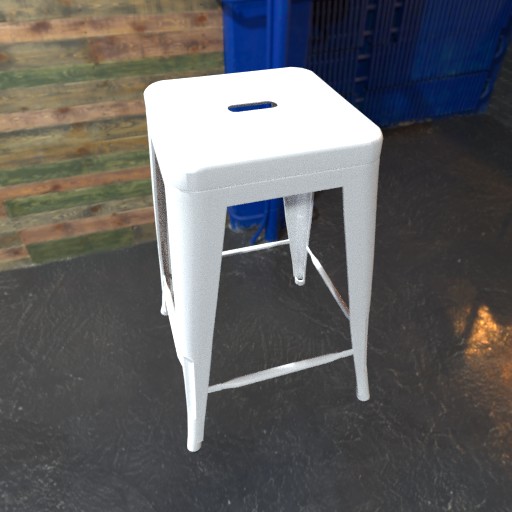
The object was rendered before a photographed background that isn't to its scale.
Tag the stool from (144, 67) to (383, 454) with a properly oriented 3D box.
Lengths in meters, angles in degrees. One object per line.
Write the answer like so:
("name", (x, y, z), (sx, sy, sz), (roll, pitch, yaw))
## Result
("stool", (0.000, 0.000, 0.874), (0.406, 0.610, 0.406), (-11, 42, -13))
